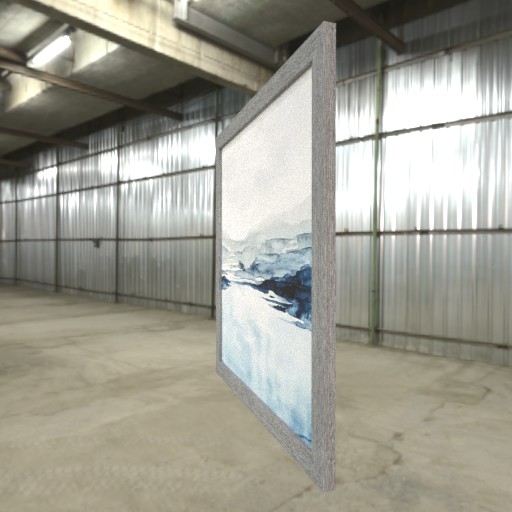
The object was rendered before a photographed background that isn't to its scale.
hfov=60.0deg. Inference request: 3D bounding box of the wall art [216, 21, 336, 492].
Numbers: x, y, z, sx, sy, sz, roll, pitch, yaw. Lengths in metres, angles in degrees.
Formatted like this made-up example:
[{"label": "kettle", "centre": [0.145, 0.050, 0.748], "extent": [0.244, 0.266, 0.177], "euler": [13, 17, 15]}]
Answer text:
[{"label": "wall art", "centre": [0.000, 0.000, 0.971], "extent": [0.020, 0.685, 0.685], "euler": [0, 0, -18]}]
